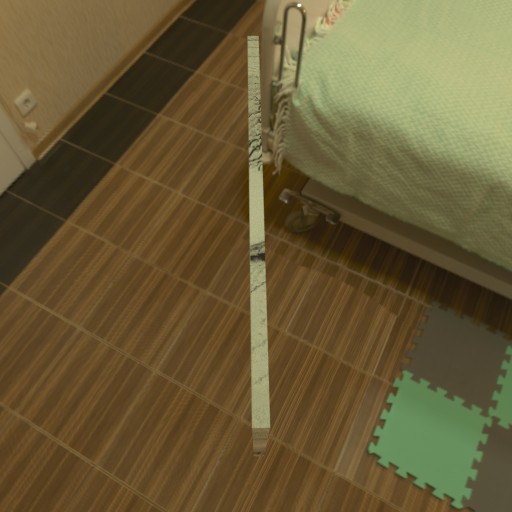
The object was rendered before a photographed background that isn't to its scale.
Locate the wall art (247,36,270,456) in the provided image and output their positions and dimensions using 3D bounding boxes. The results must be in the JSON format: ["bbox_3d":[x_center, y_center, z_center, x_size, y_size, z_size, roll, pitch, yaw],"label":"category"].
[{"bbox_3d":[0.000,0.000,1.441,0.035,0.758,1.141,-1,62,0],"label":"wall art"}]
